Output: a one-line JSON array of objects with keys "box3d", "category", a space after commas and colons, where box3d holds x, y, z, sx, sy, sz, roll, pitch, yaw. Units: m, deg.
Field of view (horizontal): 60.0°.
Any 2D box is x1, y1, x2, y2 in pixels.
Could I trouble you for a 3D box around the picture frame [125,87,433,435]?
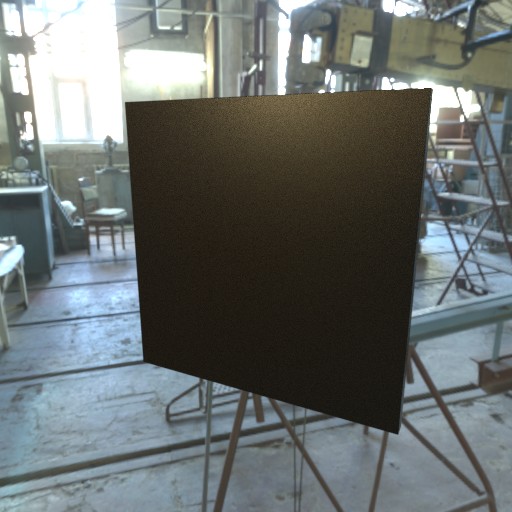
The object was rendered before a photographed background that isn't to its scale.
[{"box3d": [0.000, 0.000, 0.819, 0.559, 0.557, 0.029, 7, 17, 26], "category": "picture frame"}]
